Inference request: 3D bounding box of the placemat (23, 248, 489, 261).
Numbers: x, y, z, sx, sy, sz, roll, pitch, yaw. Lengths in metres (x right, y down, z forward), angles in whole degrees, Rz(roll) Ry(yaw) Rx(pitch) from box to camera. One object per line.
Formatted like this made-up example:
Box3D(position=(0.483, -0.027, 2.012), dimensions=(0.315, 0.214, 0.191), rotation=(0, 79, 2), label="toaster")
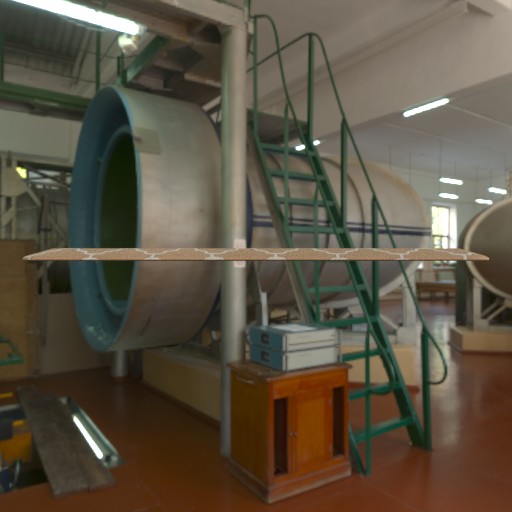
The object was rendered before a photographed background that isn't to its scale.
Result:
Box3D(position=(0.000, 0.000, 0.948), dimensions=(0.762, 0.021, 0.508), rotation=(0, -1, 0), label="placemat")
